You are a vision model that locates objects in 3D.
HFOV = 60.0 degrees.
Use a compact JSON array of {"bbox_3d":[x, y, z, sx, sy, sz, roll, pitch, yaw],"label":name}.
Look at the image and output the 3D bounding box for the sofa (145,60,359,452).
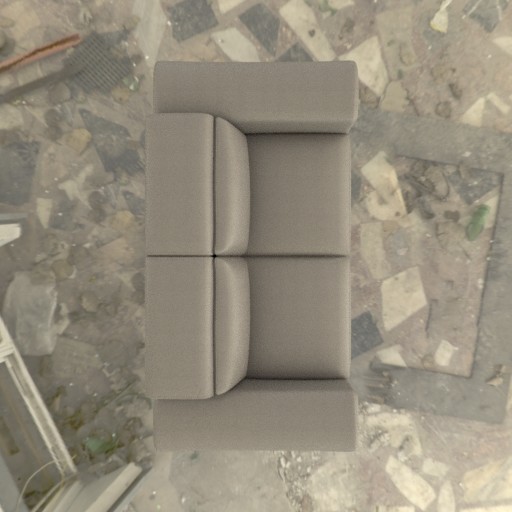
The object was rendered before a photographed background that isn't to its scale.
[{"bbox_3d":[0.000,0.000,2.358,1.024,0.753,1.930,0,90,0],"label":"sofa"}]
